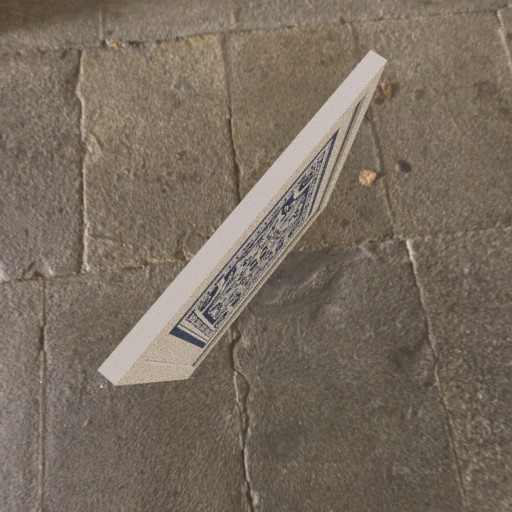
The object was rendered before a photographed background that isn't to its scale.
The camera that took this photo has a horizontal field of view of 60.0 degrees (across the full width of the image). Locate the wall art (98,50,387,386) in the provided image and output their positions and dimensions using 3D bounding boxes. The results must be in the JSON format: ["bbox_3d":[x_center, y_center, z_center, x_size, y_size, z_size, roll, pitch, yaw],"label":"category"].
[{"bbox_3d":[0.000,0.000,0.839,0.028,0.559,0.559,37,78,9],"label":"wall art"}]
